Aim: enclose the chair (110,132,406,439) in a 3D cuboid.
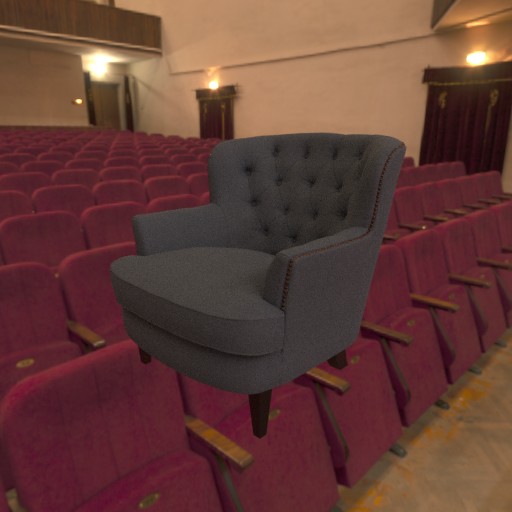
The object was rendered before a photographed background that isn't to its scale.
[{"bbox_3d":[0.000,0.000,1.614,0.848,0.868,0.906,15,21,43],"label":"chair"}]
